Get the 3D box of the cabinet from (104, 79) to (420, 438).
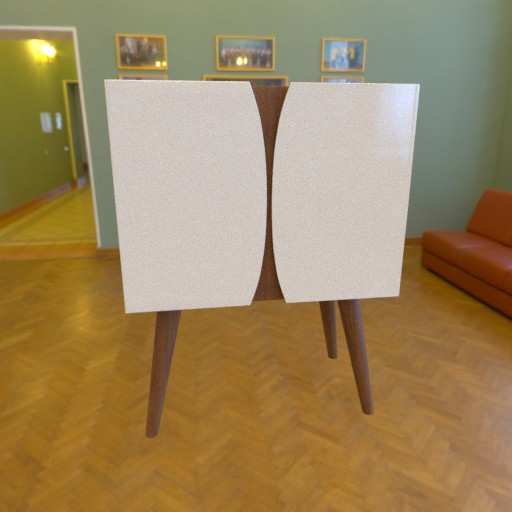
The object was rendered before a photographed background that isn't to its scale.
[{"bbox_3d":[0.000,0.000,1.087,0.591,0.772,0.344,-3,17,-9],"label":"cabinet"}]
